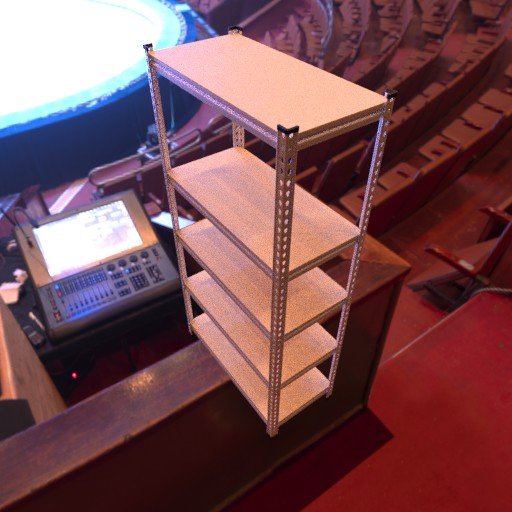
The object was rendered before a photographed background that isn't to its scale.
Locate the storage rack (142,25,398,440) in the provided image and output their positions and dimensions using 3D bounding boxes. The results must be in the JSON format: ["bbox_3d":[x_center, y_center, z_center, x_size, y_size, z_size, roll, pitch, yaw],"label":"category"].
[{"bbox_3d":[0.000,0.000,2.192,0.457,1.829,0.914,-26,48,-26],"label":"storage rack"}]
